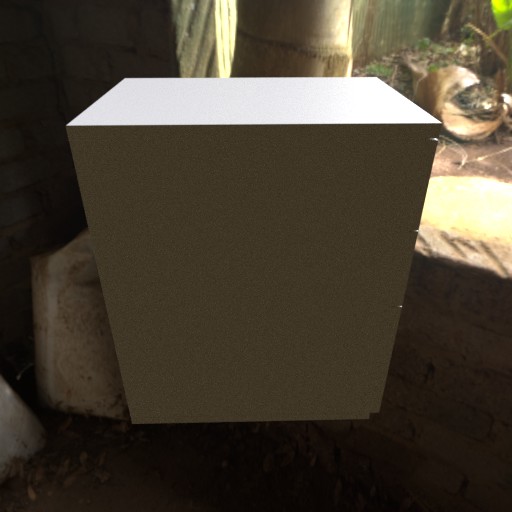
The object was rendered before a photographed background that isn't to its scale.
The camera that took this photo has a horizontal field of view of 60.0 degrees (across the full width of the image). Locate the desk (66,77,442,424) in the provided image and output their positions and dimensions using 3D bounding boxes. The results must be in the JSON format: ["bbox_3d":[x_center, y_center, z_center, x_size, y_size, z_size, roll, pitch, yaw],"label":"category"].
[{"bbox_3d":[0.000,0.000,1.055,0.600,0.730,0.404,-1,32,-1],"label":"desk"}]
